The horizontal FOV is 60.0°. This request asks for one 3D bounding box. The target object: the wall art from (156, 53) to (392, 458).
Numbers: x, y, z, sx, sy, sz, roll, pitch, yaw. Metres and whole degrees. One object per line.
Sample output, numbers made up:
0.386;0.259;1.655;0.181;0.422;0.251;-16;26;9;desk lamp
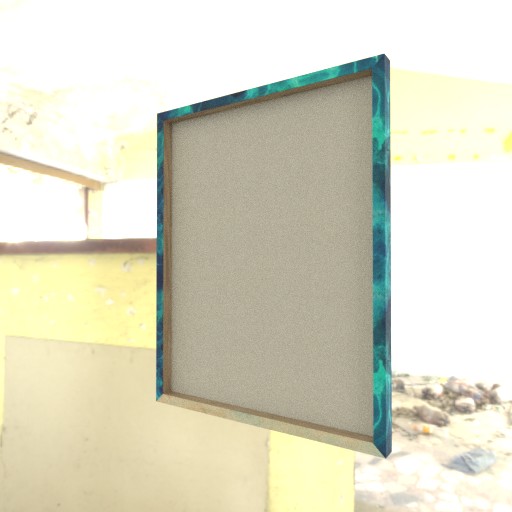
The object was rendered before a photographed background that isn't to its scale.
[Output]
0.000;0.000;1.016;0.609;0.760;0.038;0;-1;34;wall art
